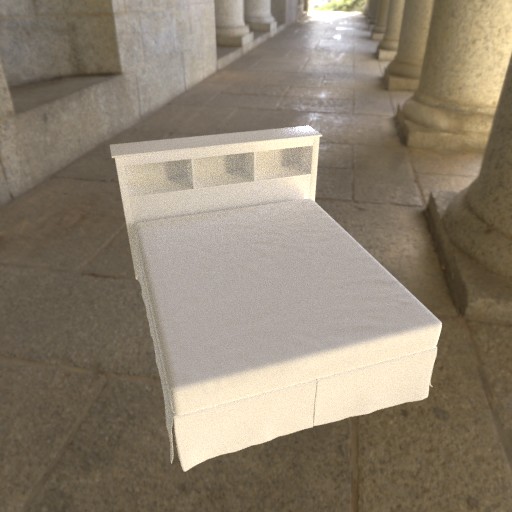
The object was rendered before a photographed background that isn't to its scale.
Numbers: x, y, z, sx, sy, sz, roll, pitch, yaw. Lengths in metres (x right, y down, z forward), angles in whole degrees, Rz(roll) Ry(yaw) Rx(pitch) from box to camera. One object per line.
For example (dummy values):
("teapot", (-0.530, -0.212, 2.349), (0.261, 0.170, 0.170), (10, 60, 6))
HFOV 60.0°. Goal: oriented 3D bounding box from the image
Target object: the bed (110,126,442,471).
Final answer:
("bed", (0.000, 0.000, 3.072), (1.671, 1.092, 2.133), (-10, 33, -16))
